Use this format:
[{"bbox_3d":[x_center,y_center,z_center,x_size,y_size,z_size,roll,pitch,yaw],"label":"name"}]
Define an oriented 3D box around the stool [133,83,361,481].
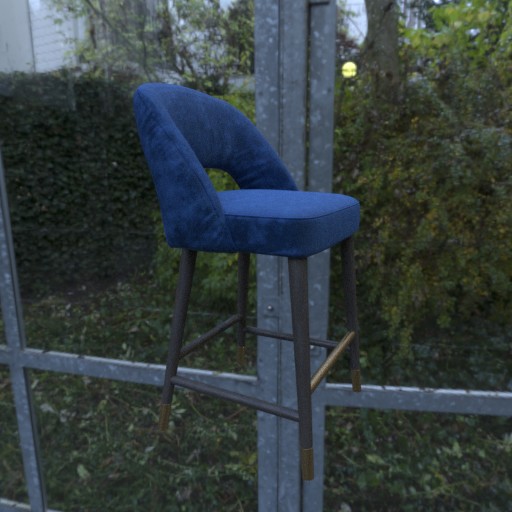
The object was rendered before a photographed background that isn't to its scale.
[{"bbox_3d":[0.000,0.000,1.232,0.524,0.925,0.536,6,14,26],"label":"stool"}]
